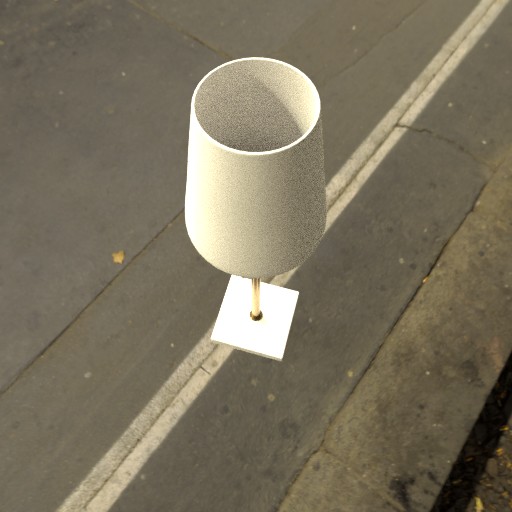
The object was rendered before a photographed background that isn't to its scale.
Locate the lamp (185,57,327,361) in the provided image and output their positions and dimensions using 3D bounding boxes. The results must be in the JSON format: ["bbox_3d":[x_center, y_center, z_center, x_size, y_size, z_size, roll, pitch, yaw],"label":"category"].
[{"bbox_3d":[0.000,0.000,0.687,0.181,0.639,0.181,14,65,7],"label":"lamp"}]
